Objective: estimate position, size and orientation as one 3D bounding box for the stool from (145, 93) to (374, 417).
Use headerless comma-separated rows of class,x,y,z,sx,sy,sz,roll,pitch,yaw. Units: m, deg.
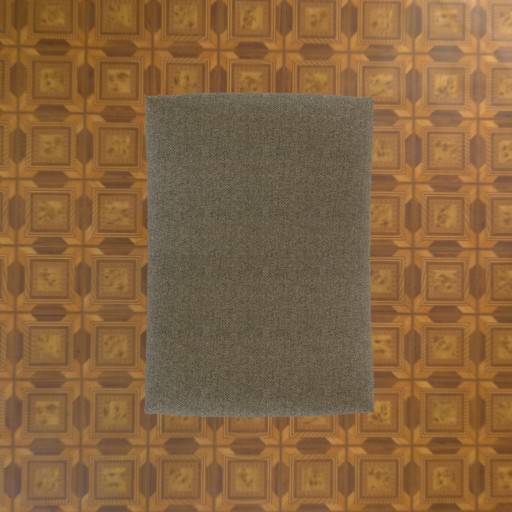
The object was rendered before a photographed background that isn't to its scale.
stool,0.000,0.000,1.025,0.372,0.742,0.504,0,90,-1
